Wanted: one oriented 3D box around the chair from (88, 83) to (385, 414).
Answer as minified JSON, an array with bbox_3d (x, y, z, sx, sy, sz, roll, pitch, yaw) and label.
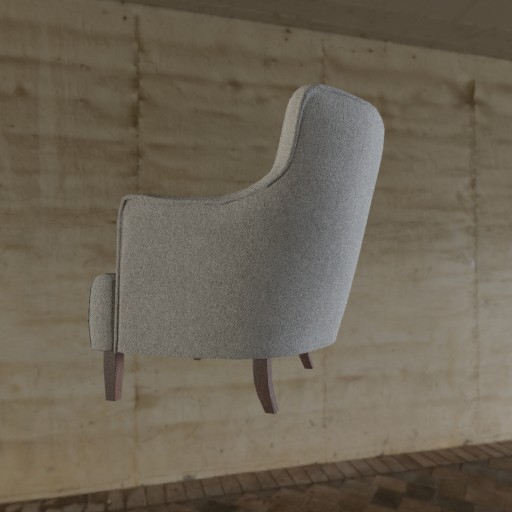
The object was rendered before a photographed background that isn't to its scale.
[{"bbox_3d":[0.000,0.000,1.599,0.910,0.920,0.820,0,-2,17],"label":"chair"}]
